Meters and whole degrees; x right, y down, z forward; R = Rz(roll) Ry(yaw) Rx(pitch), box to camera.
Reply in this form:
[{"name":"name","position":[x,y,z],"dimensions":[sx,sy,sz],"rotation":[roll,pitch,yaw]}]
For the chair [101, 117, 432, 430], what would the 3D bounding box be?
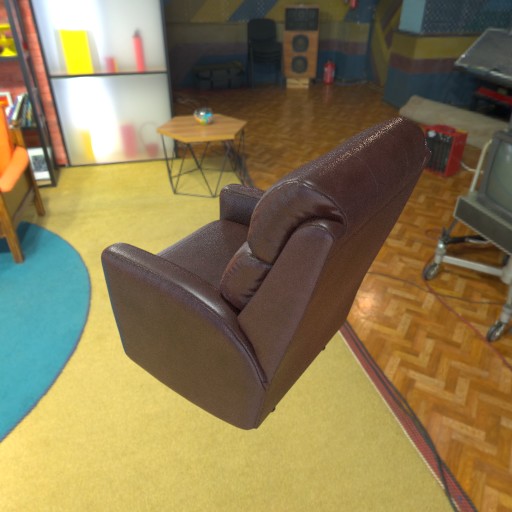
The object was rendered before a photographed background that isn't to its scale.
[{"name":"chair","position":[0.000,0.000,1.664],"dimensions":[0.939,1.016,0.787],"rotation":[21,38,29]}]
